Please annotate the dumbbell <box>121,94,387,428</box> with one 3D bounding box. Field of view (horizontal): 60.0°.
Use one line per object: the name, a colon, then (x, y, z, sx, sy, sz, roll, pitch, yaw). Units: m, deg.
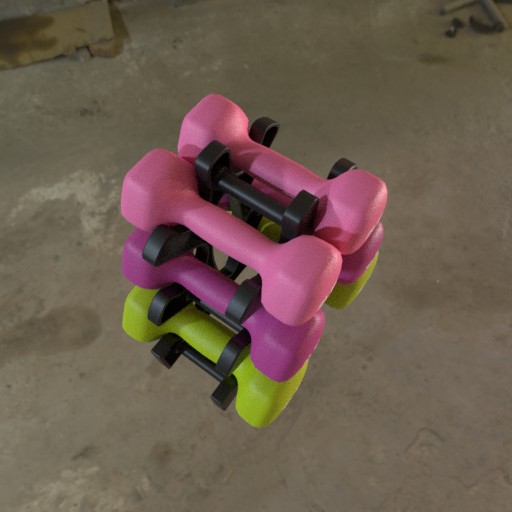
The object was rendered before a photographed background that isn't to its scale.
dumbbell: (0.000, 0.000, 0.442, 0.203, 0.261, 0.257, 32, 68, 15)
